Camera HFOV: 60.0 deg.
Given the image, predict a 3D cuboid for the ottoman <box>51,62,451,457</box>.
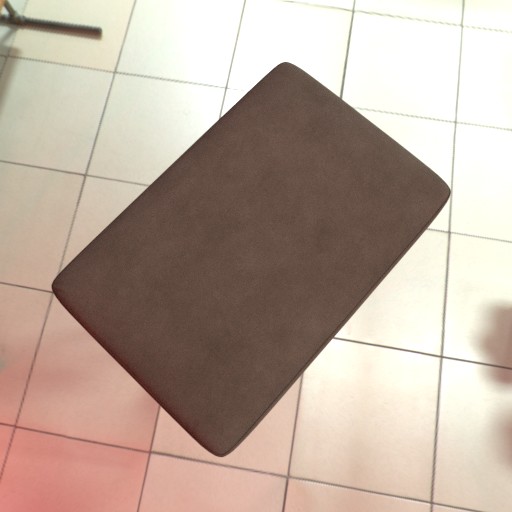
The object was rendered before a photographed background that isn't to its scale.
[{"bbox_3d":[0.000,0.000,1.227,0.584,0.483,0.864,42,80,9],"label":"ottoman"}]
